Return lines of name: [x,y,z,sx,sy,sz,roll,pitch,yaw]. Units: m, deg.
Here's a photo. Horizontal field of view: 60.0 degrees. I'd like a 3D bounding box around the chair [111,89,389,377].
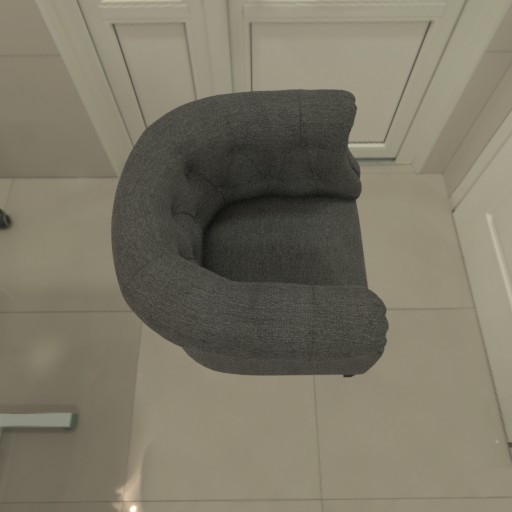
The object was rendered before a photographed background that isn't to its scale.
chair: [0.000,0.000,1.615,0.852,0.827,0.905,-1,64,0]
